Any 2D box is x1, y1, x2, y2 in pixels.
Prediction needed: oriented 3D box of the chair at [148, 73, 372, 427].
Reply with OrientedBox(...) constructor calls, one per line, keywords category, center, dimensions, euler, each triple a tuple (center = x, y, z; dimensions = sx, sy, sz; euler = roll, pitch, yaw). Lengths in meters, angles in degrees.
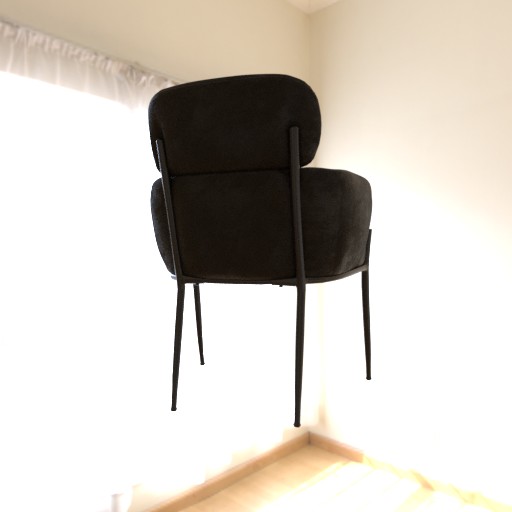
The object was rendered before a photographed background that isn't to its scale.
OrientedBox(category="chair", center=(0.000, 0.000, 1.286), dimensions=(0.640, 0.818, 0.604), euler=(0, 0, 18))
